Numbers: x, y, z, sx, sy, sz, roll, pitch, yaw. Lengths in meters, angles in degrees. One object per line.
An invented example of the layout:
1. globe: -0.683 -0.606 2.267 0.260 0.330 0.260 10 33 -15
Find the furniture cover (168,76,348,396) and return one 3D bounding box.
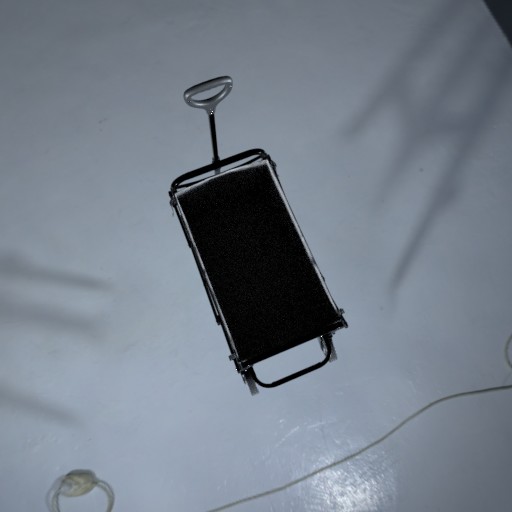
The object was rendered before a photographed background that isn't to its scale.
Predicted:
1. furniture cover: 0.000 0.000 1.816 0.532 1.295 1.038 -22 76 -6
